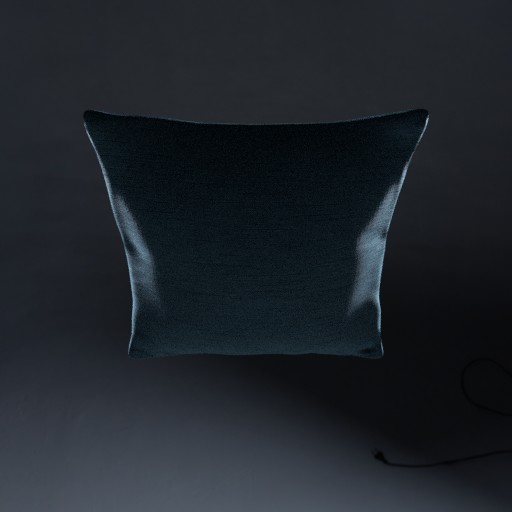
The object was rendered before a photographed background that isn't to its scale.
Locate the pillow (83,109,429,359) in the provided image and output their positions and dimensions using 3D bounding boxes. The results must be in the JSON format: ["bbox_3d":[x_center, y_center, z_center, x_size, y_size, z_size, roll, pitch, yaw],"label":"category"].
[{"bbox_3d":[0.000,0.000,0.647,0.433,0.415,0.151,0,30,0],"label":"pillow"}]
